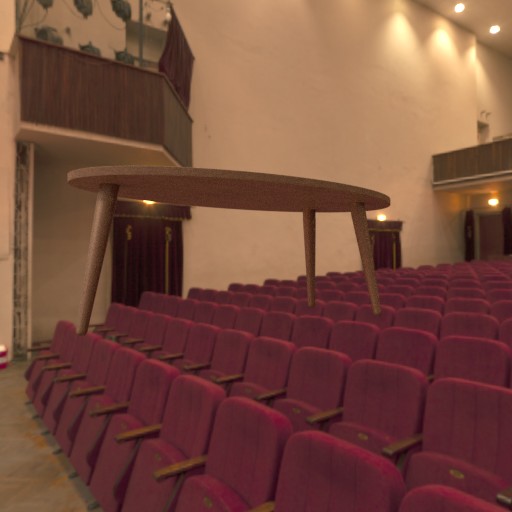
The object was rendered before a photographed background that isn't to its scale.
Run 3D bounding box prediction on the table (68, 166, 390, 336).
[{"bbox_3d":[0.000,0.000,1.359,1.083,0.390,0.542,0,-1,-35],"label":"table"}]
